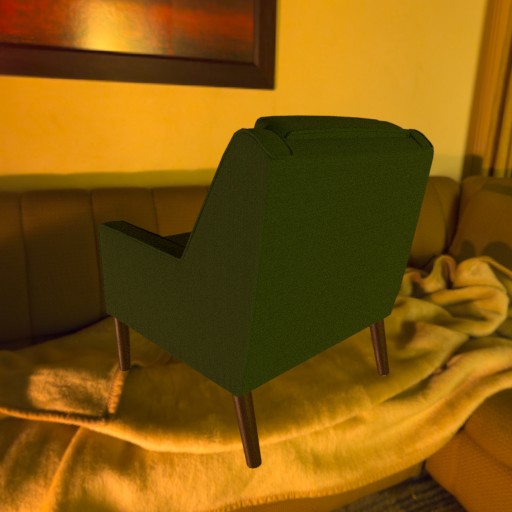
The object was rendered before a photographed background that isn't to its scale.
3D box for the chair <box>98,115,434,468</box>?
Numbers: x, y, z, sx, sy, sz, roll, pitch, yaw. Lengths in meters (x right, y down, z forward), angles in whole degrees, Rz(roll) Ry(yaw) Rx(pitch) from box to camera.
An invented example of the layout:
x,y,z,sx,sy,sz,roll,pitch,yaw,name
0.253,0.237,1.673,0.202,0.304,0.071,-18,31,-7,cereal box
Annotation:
x,y,z,sx,sy,sz,roll,pitch,yaw,name
0.000,0.000,1.331,0.663,0.792,0.743,-15,22,-42,chair
